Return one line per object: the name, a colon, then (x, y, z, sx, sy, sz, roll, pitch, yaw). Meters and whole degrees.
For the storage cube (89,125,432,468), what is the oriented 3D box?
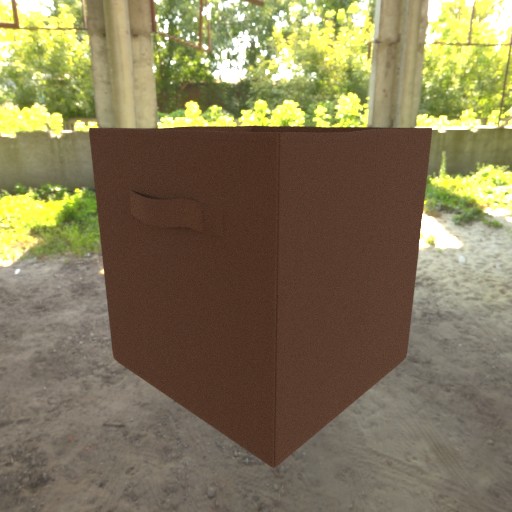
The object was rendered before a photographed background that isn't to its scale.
storage cube: (0.000, 0.000, 0.503, 0.270, 0.280, 0.270, 15, 23, 41)
